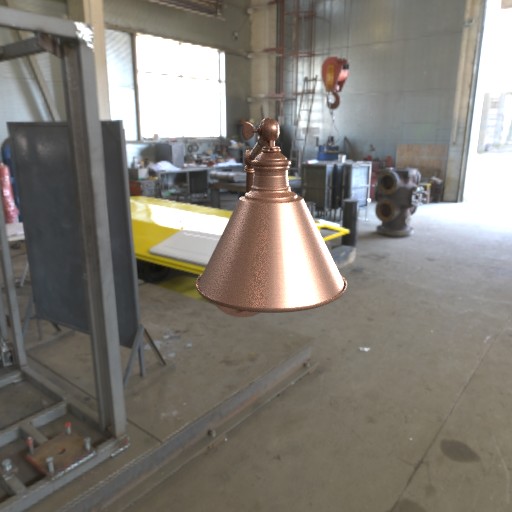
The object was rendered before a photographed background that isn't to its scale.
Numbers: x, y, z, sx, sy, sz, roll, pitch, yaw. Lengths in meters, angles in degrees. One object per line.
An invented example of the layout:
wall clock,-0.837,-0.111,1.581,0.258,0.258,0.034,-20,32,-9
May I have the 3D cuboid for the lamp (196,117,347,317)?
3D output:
lamp,0.000,0.000,0.862,0.223,0.502,0.624,-2,16,-6
